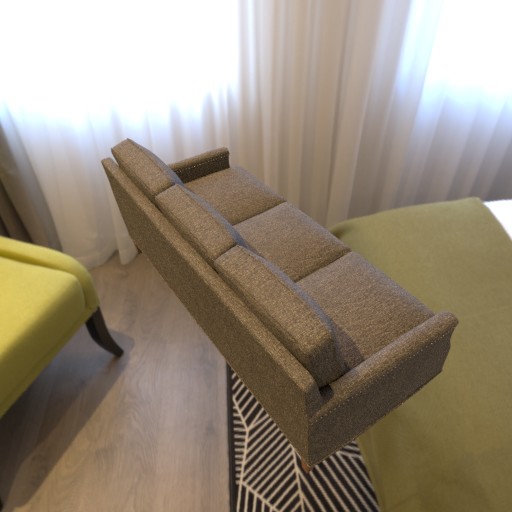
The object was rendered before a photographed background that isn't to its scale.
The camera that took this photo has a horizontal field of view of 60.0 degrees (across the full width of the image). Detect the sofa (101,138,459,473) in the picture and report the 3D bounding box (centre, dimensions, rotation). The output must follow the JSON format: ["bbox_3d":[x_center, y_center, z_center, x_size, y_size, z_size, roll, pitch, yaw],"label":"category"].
[{"bbox_3d":[0.000,0.000,2.782,1.084,1.003,2.246,-25,47,-26],"label":"sofa"}]
